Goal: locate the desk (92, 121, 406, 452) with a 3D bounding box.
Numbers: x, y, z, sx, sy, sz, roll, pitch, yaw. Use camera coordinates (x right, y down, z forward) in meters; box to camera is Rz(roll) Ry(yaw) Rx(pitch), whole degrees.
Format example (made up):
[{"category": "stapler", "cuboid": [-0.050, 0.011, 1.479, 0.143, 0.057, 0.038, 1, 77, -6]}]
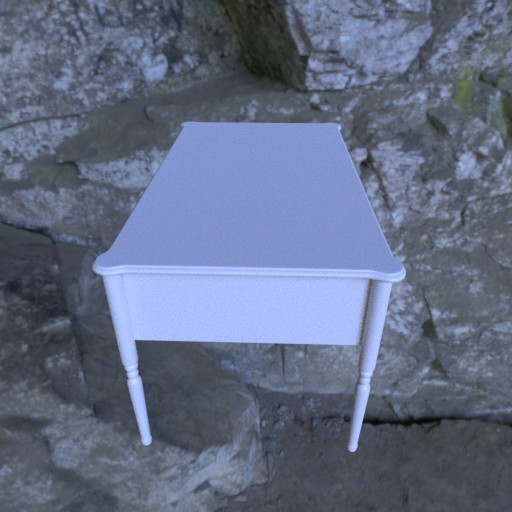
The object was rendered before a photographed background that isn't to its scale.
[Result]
[{"category": "desk", "cuboid": [0.000, 0.000, 1.882, 0.807, 0.762, 1.380, 1, 32, 2]}]
